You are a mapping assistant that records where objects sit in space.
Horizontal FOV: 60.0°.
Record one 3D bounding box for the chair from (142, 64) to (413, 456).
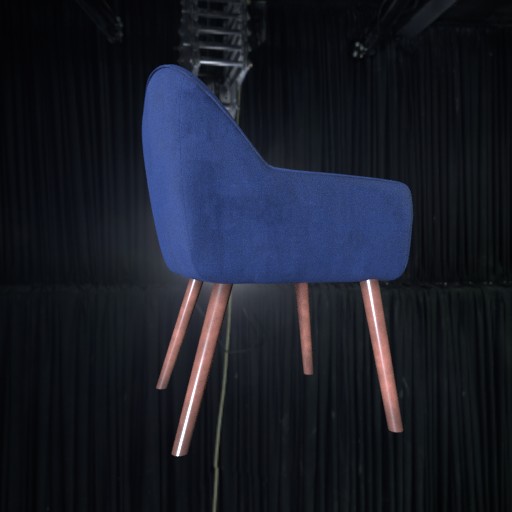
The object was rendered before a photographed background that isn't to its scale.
[{"bbox_3d":[0.000,0.000,1.219,0.600,0.820,0.600,0,0,-16],"label":"chair"}]
